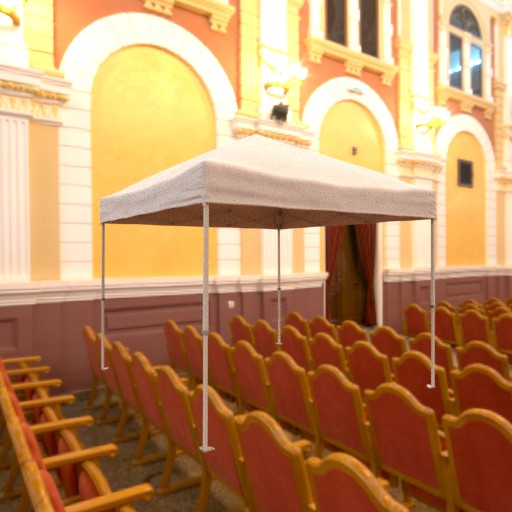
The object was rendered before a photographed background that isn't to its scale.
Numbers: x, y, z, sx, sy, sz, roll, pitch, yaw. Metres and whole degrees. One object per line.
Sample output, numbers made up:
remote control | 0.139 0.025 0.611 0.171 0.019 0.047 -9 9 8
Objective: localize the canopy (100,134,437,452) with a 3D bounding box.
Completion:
canopy | 0.000 0.000 5.462 2.996 2.997 2.998 0 1 -34
